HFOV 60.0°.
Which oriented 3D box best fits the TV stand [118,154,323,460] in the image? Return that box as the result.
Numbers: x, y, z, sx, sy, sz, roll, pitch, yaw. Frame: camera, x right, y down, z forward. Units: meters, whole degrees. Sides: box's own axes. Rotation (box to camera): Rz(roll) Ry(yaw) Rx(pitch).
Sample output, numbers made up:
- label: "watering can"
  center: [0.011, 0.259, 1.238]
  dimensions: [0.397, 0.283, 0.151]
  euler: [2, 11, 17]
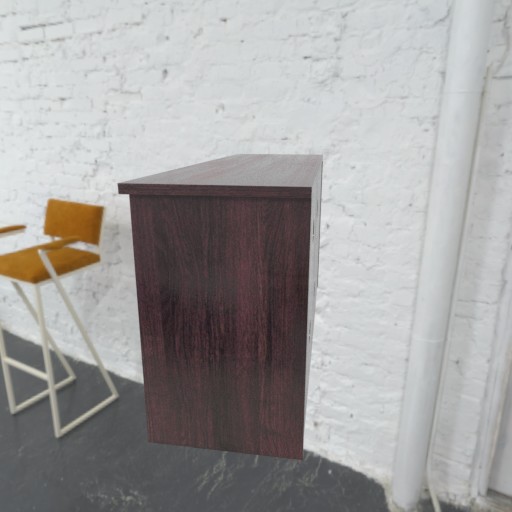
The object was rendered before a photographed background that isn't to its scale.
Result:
- label: "TV stand"
  center: [0.000, 0.000, 1.500]
  dimensions: [0.404, 0.614, 1.192]
  euler: [3, 16, 9]
